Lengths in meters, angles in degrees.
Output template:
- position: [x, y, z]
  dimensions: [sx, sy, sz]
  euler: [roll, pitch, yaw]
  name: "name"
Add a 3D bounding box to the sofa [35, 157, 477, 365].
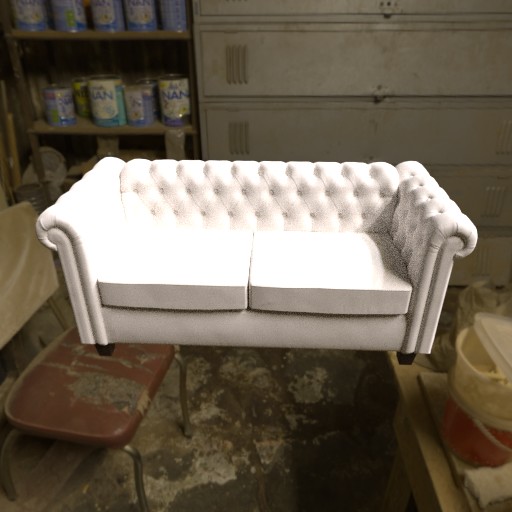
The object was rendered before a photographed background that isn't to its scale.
- position: [0.000, 0.000, 2.253]
  dimensions: [1.798, 0.796, 0.771]
  euler: [1, 30, 2]
  name: "sofa"
